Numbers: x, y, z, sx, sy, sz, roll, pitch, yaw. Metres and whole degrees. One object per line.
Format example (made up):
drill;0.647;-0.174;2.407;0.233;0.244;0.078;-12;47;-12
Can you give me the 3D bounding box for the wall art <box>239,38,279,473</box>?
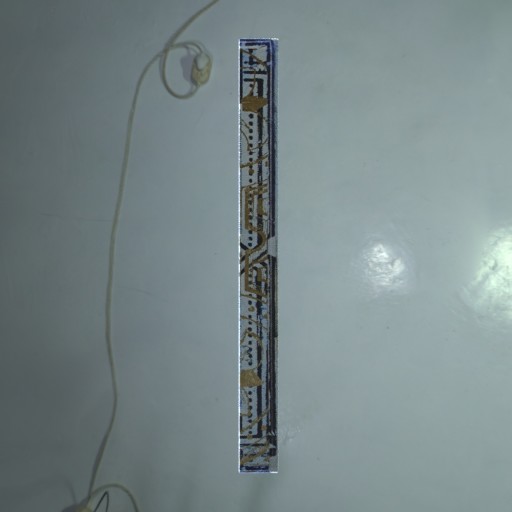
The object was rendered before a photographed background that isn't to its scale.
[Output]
wall art;0.000;0.000;0.623;0.038;0.410;0.411;0;90;-1
